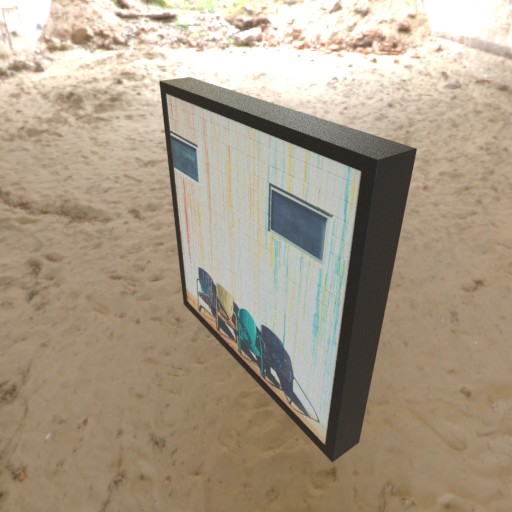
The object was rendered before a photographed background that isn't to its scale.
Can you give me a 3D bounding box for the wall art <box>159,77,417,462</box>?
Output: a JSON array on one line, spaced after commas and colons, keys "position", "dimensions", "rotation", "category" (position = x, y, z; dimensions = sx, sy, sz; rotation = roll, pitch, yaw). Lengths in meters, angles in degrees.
[{"position": [0.000, 0.000, 0.461], "dimensions": [0.038, 0.304, 0.304], "rotation": [-21, 38, -30], "category": "wall art"}]
